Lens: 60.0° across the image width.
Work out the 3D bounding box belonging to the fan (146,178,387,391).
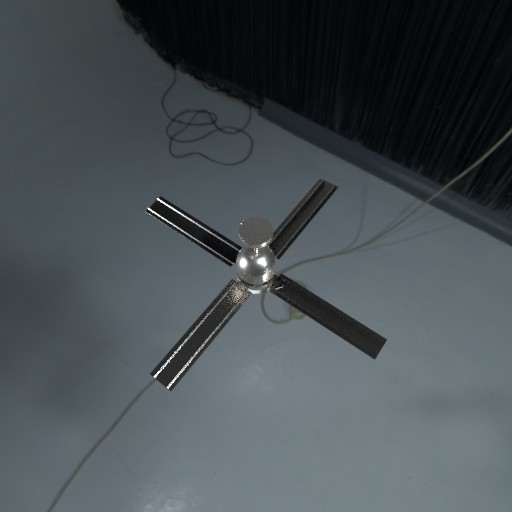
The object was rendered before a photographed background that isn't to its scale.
[{"bbox_3d":[0.000,0.000,2.018,1.346,0.406,1.346,31,63,17],"label":"fan"}]
